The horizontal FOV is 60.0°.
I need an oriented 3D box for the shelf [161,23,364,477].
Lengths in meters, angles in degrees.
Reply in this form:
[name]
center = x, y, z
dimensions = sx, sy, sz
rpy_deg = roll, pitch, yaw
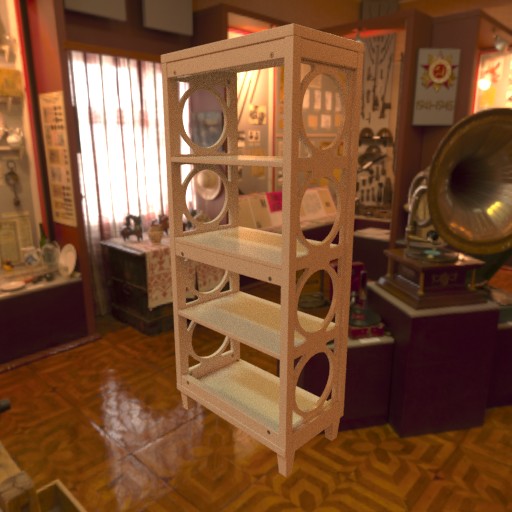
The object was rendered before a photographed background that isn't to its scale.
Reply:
[shelf]
center = 0.000, 0.000, 1.642
dimensions = 0.611, 1.411, 0.340
rpy_deg = 14, 20, 43
